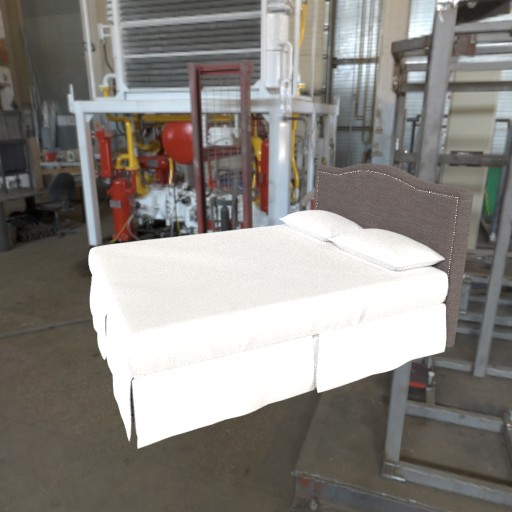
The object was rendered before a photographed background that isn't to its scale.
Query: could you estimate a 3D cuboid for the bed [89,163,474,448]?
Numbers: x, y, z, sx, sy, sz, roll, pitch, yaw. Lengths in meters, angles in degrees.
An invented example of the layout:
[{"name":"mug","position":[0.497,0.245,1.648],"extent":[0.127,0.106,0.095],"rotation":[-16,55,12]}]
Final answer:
[{"name":"bed","position":[0.000,0.000,3.853],"extent":[2.689,1.457,2.161],"rotation":[-8,19,-25]}]
